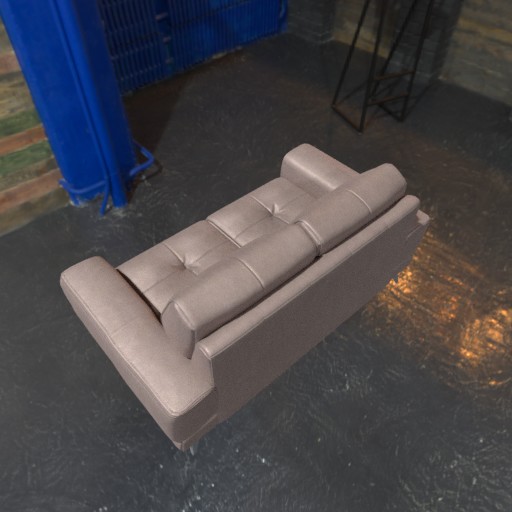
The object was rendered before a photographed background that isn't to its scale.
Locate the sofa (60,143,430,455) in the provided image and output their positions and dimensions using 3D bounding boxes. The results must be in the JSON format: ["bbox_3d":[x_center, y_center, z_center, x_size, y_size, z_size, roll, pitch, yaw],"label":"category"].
[{"bbox_3d":[0.000,0.000,2.410,1.806,0.907,1.018,-33,55,-27],"label":"sofa"}]
